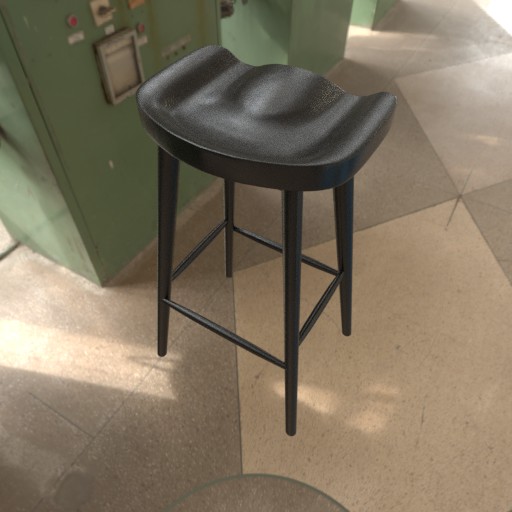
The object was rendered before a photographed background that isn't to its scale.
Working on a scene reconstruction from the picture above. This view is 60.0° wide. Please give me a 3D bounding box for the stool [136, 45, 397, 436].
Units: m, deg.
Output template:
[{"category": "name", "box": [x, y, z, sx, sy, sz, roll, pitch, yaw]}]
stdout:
[{"category": "stool", "box": [0.000, 0.000, 0.992, 0.440, 0.749, 0.361, 25, 53, 21]}]
